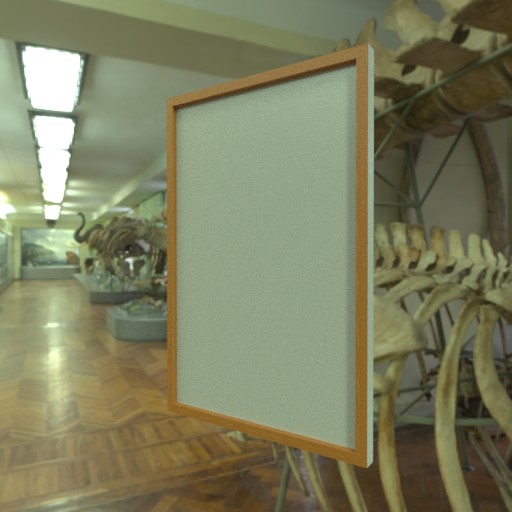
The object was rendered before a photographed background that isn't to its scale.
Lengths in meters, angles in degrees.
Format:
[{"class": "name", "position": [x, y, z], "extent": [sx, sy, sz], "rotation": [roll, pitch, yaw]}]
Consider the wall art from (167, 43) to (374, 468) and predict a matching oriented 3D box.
[{"class": "wall art", "position": [0.000, 0.000, 0.758], "extent": [0.405, 0.608, 0.025], "rotation": [0, 1, 35]}]
